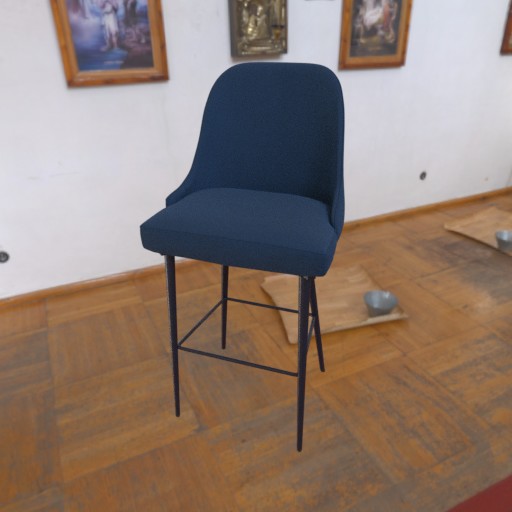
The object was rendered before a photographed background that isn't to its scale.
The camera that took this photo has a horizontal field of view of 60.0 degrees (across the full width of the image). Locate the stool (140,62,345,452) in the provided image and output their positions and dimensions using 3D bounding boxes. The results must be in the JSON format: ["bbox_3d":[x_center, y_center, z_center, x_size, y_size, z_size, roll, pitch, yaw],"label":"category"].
[{"bbox_3d":[0.000,0.000,1.375,0.527,1.079,0.489,9,28,17],"label":"stool"}]
